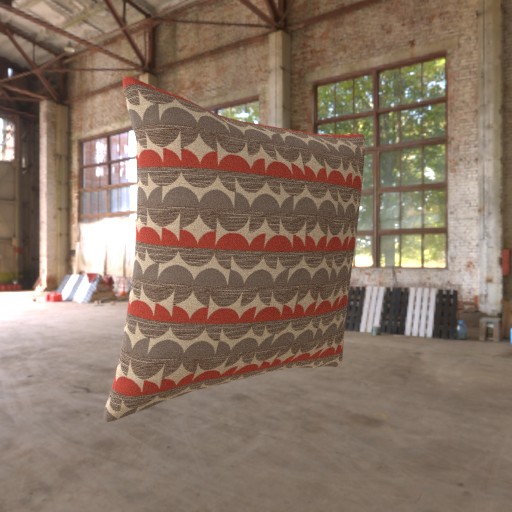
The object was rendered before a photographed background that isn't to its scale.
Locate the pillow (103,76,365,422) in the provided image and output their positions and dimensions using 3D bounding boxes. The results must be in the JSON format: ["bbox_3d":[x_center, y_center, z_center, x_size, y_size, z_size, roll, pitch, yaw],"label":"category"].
[{"bbox_3d":[0.000,0.000,0.647,0.420,0.410,0.180,0,0,-37],"label":"pillow"}]
